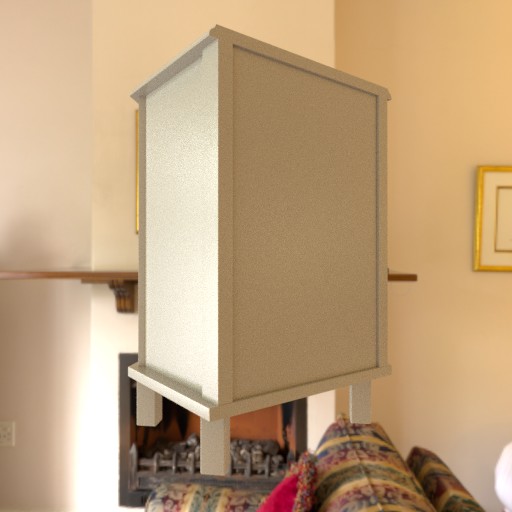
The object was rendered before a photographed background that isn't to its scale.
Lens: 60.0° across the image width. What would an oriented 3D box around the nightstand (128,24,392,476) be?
[{"bbox_3d":[0.000,0.000,0.913,0.435,0.680,0.348,0,0,-37],"label":"nightstand"}]
